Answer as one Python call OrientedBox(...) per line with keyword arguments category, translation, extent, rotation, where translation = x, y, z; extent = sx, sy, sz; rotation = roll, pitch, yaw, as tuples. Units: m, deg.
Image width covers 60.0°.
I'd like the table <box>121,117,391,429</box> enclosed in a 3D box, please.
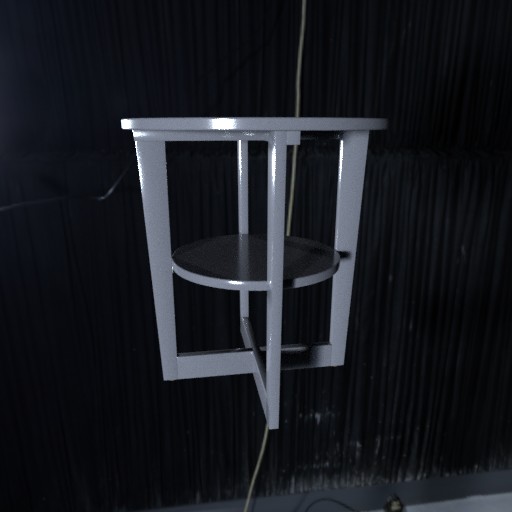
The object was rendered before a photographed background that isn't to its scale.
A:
OrientedBox(category="table", translation=(0.000, 0.000, 0.934), extent=(0.500, 0.550, 0.500), rotation=(0, 16, 0))
